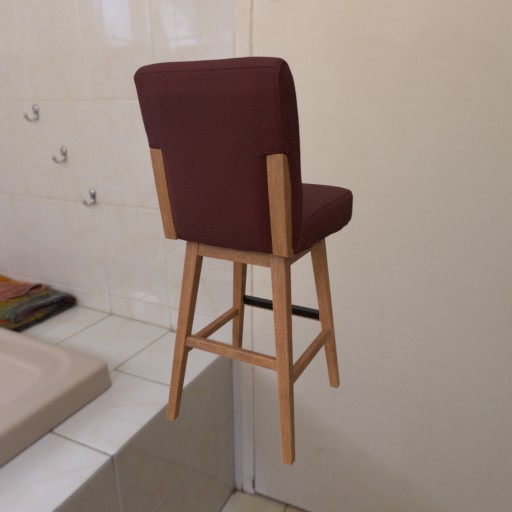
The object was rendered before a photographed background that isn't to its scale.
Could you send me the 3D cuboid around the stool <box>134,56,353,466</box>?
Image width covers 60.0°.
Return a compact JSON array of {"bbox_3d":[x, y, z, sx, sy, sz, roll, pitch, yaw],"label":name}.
[{"bbox_3d":[0.000,0.000,1.400,0.468,1.093,0.562,9,20,26],"label":"stool"}]
